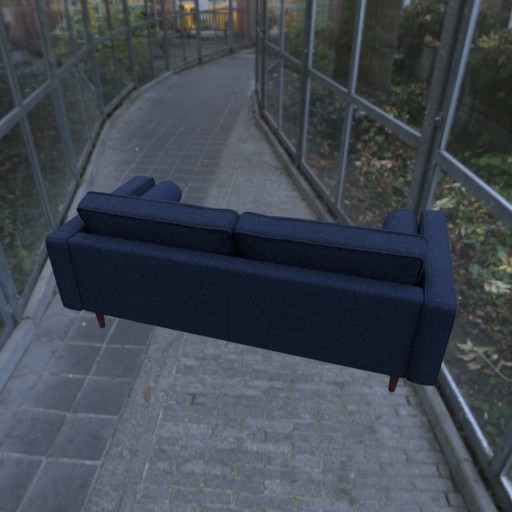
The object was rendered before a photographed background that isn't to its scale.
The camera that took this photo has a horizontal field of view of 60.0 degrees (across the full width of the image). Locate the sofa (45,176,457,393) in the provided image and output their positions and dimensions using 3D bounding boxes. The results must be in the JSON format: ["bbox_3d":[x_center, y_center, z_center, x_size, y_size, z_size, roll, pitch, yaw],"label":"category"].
[{"bbox_3d":[0.000,0.000,2.364,1.880,0.762,0.914,9,32,15],"label":"sofa"}]
